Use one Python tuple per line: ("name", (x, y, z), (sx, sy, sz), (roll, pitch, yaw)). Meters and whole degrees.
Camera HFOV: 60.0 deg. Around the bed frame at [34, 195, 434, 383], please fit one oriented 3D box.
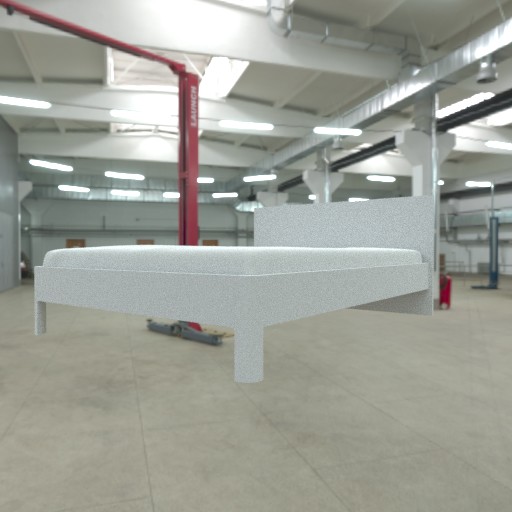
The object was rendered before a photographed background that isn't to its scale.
("bed frame", (0.000, 0.000, 2.628), (1.490, 0.800, 1.950), (1, 1, 37))
